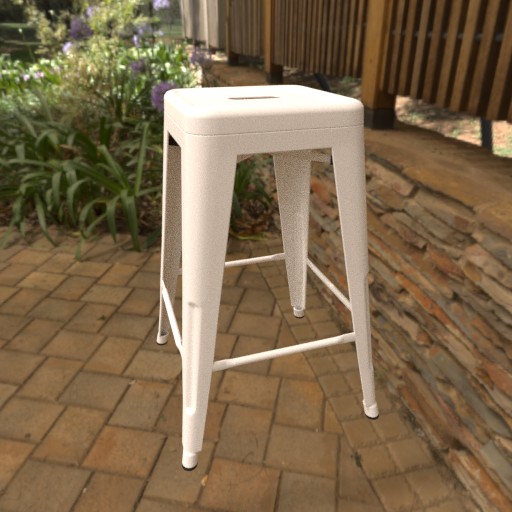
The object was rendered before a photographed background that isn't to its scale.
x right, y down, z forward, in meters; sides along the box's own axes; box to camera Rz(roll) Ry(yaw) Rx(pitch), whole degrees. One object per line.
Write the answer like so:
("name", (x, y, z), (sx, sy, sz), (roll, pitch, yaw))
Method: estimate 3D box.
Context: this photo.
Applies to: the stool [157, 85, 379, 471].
("stool", (0.000, 0.000, 0.884), (0.406, 0.610, 0.406), (-8, 28, -16))
